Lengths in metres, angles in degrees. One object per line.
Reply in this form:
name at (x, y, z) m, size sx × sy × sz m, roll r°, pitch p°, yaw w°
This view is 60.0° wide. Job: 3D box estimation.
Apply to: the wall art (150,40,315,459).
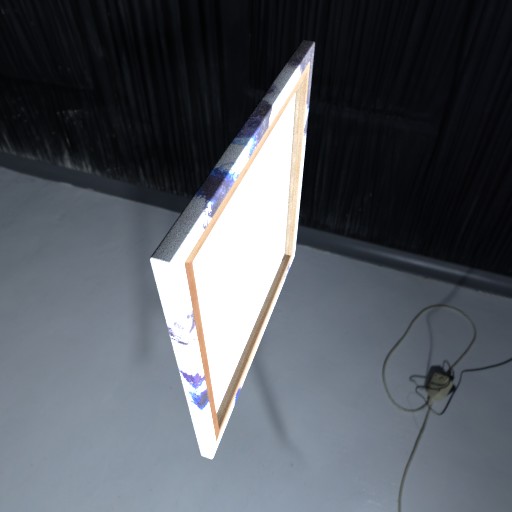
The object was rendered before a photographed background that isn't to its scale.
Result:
wall art at (0.000, 0.000, 1.291) m, size 0.038 × 0.885 × 0.887 m, roll 15°, pitch 49°, yaw 13°
